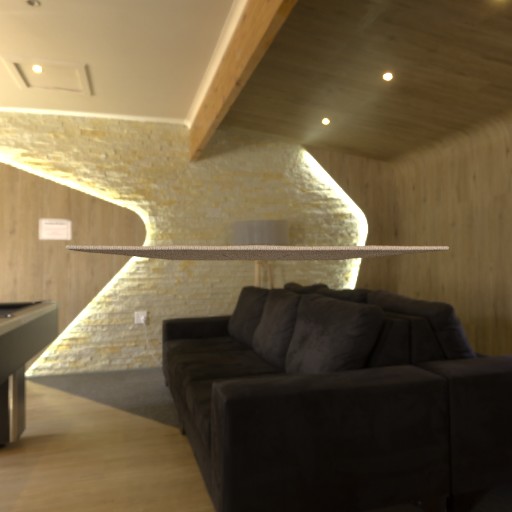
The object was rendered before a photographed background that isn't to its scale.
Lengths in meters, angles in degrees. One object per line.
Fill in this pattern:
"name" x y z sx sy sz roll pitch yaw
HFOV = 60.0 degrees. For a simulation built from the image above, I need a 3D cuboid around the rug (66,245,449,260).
"rug" 0.000 0.000 3.024 1.575 0.023 2.459 0 -2 0
